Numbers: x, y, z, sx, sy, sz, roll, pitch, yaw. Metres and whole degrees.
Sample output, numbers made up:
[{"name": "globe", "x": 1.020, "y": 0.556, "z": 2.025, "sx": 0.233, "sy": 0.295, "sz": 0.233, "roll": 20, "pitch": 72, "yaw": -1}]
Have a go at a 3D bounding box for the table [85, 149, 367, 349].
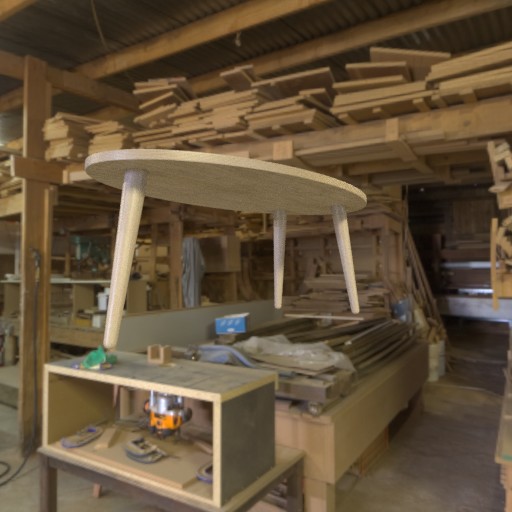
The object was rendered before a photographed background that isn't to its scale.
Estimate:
[{"name": "table", "x": 0.000, "y": 0.000, "z": 1.313, "sx": 0.542, "sy": 0.390, "sz": 1.083, "roll": -1, "pitch": -1, "yaw": 35}]
